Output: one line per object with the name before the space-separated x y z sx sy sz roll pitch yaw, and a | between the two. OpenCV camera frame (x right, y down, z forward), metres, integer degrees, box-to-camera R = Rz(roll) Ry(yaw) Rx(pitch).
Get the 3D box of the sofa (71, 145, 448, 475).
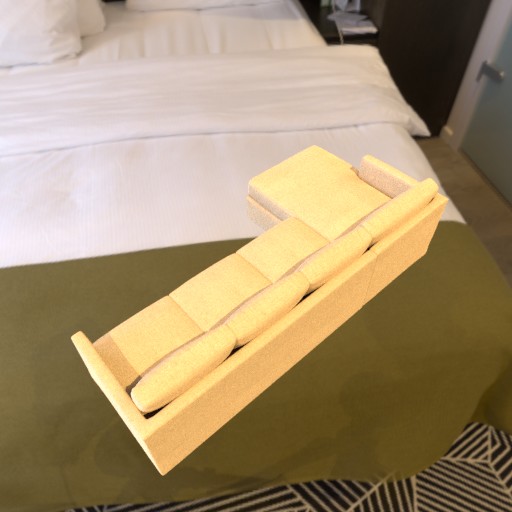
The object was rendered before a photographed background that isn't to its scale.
sofa | 0.000 0.000 3.856 3.205 0.922 1.650 -33 56 -26
